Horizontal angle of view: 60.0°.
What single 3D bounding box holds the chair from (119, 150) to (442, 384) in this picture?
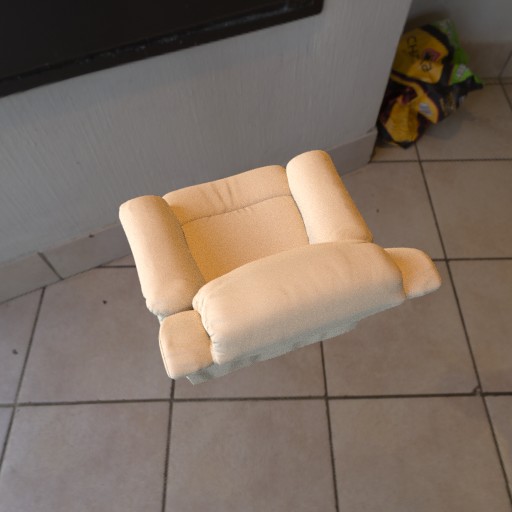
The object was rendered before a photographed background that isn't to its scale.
[{"bbox_3d":[0.000,0.000,1.267,0.680,0.702,0.709,-17,61,-10],"label":"chair"}]
